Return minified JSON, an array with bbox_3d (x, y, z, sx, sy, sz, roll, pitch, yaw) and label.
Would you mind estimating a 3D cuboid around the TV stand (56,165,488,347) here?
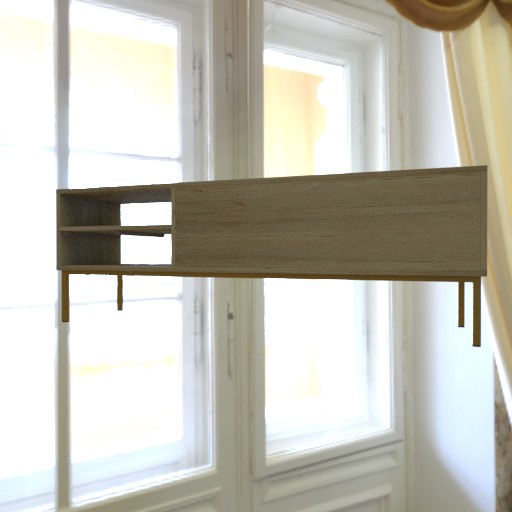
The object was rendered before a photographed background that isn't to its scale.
[{"bbox_3d":[0.000,0.000,1.781,1.600,0.550,0.420,0,0,18],"label":"TV stand"}]
